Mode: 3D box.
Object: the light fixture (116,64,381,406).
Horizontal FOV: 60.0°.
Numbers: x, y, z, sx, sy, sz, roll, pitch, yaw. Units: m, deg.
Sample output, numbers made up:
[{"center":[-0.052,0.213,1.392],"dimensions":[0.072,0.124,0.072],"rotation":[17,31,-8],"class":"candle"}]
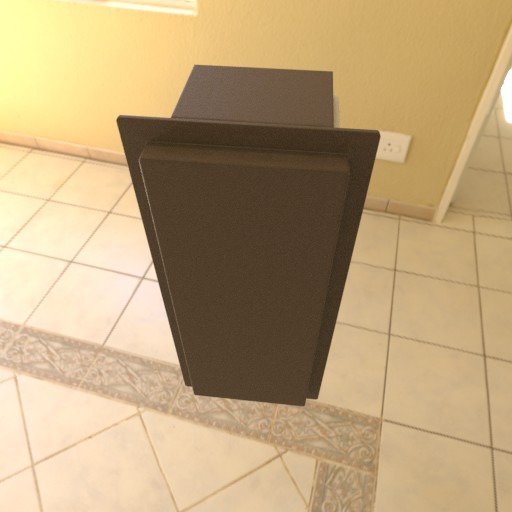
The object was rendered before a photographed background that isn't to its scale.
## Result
[{"center":[0.000,0.000,0.419],"dimensions":[0.153,0.347,0.146],"rotation":[5,48,4],"class":"light fixture"}]
